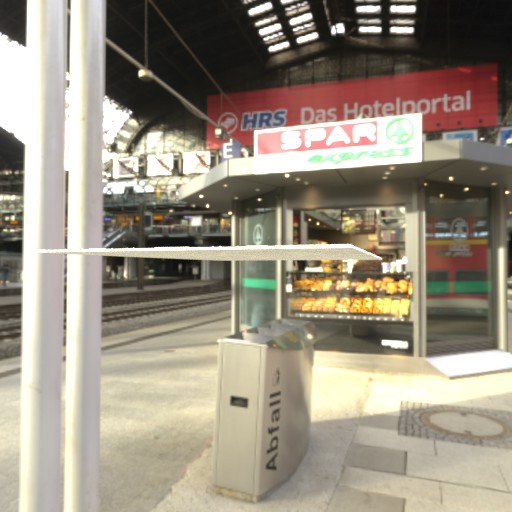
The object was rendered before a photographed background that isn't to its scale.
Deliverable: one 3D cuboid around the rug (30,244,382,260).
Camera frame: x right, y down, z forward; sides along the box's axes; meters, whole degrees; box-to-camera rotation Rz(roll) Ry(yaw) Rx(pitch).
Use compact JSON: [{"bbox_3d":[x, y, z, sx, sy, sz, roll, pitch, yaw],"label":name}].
[{"bbox_3d":[0.000,0.000,2.936,1.514,0.014,2.275,-1,-2,19],"label":"rug"}]
